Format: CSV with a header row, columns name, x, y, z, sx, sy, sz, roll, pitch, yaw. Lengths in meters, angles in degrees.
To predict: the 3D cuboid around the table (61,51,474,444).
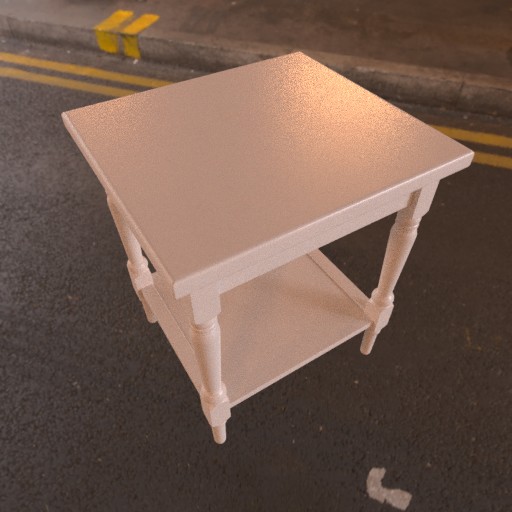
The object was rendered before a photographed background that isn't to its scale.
name,x,y,z,sx,sy,sz,roll,pitch,yaw
table,0.000,0.000,0.895,0.488,0.565,0.442,-24,51,-22
